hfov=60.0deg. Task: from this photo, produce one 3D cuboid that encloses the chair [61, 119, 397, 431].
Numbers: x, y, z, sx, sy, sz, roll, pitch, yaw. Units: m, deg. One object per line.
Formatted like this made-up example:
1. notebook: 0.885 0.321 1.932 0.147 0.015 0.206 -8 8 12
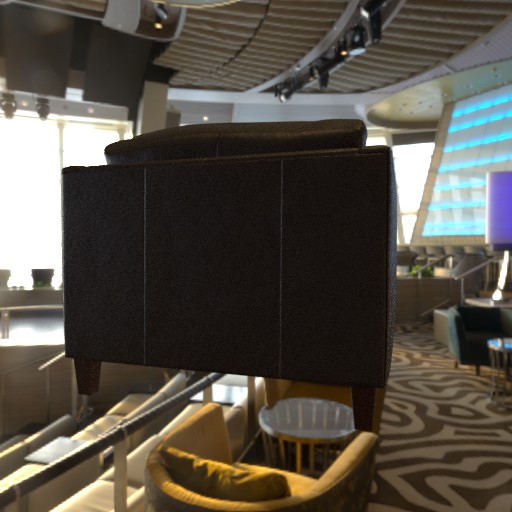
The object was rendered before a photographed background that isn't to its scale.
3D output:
1. chair: 0.000 0.000 1.550 0.939 0.811 0.862 0 2 18
